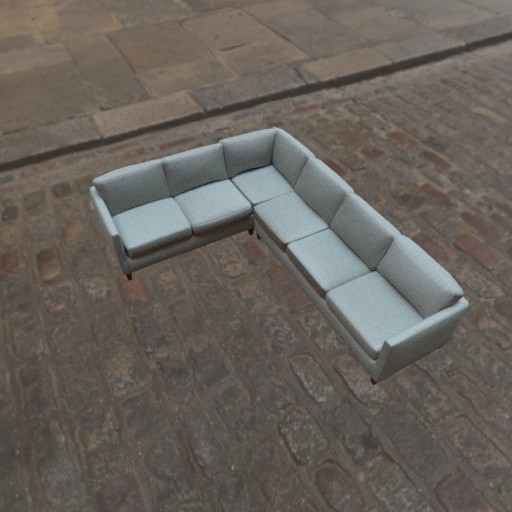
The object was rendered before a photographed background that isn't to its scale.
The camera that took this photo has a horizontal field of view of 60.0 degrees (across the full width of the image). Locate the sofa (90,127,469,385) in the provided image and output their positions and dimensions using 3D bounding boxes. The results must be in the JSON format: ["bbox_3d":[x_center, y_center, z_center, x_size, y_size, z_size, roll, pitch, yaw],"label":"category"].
[{"bbox_3d":[0.000,0.000,4.621,2.592,0.947,3.301,-21,50,-19],"label":"sofa"}]
